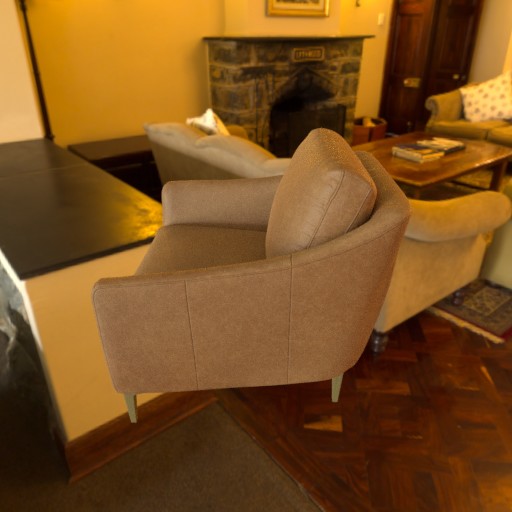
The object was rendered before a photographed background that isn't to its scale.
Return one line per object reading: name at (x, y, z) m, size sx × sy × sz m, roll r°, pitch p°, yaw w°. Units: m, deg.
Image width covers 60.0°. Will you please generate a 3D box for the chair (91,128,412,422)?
chair at (0.000, 0.000, 1.749) m, size 0.963 × 0.895 × 0.988 m, roll 1°, pitch 27°, yaw 2°
